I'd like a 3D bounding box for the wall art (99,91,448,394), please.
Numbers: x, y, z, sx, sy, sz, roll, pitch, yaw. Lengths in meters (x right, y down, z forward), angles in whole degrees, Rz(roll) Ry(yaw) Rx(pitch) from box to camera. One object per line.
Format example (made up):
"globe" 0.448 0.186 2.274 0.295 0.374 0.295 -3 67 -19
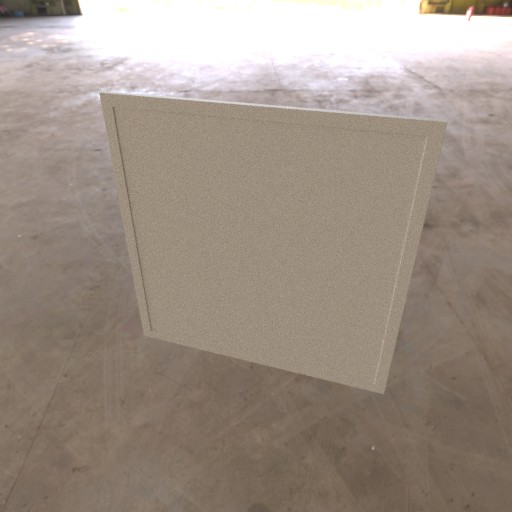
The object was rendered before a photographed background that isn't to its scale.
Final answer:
"wall art" 0.000 0.000 0.992 0.660 0.660 0.015 10 34 15
